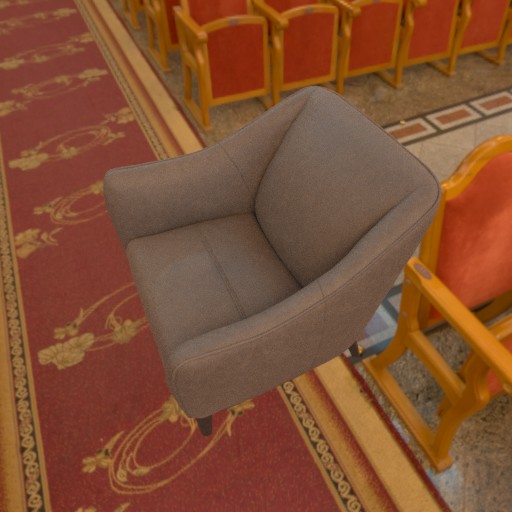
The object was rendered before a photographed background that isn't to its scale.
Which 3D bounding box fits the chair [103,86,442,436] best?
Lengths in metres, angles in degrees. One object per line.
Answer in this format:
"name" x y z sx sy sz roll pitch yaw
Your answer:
"chair" 0.000 0.000 1.557 0.852 0.830 0.871 -18 49 -17
